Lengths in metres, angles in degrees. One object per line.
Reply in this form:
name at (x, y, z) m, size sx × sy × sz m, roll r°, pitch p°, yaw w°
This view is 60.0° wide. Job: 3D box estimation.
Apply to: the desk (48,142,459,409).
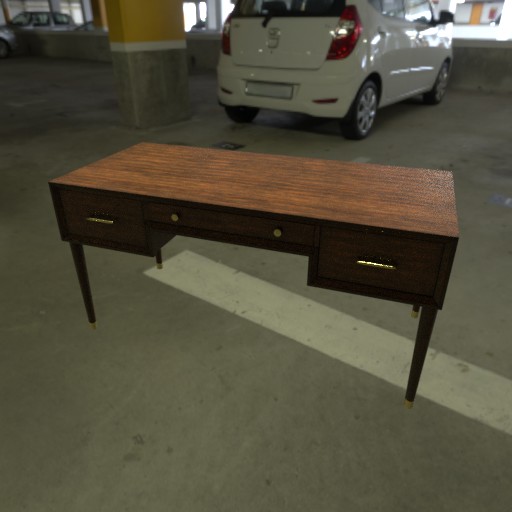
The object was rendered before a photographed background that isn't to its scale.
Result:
desk at (0.000, 0.000, 2.064) m, size 1.575 × 0.762 × 0.724 m, roll 10°, pitch 30°, yaw 17°
